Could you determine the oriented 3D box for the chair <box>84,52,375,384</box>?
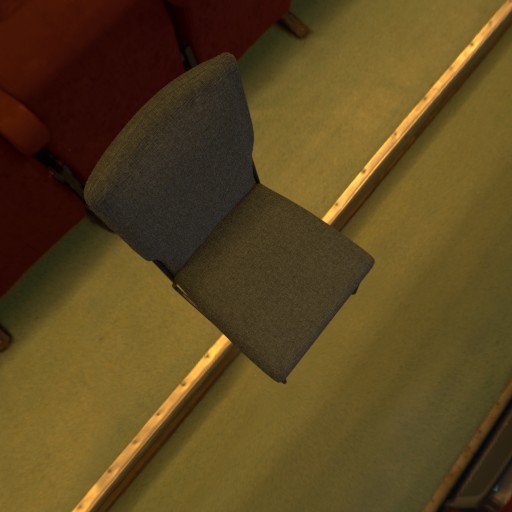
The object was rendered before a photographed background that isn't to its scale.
[{"bbox_3d":[0.000,0.000,1.304,0.635,0.931,0.480,39,78,10],"label":"chair"}]
